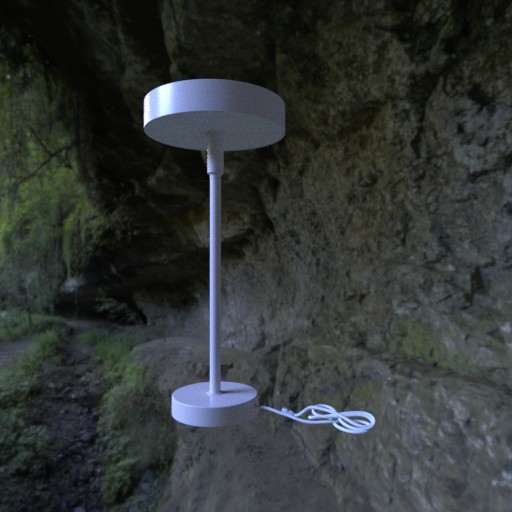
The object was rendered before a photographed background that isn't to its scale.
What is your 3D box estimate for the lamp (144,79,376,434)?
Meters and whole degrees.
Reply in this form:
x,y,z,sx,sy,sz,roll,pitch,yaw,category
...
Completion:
x,y,z,sx,sy,sz,roll,pitch,yaw,category
0.000,0.000,0.705,0.369,0.508,0.229,0,-1,19,lamp
